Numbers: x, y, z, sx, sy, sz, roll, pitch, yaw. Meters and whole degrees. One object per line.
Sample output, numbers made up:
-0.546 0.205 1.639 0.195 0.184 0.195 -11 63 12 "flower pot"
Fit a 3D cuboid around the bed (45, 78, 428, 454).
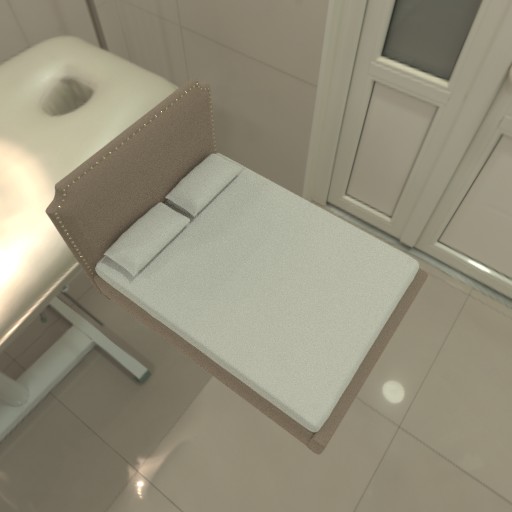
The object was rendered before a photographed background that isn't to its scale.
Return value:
0.000 0.000 3.501 2.372 1.443 1.713 32 63 18 "bed"
